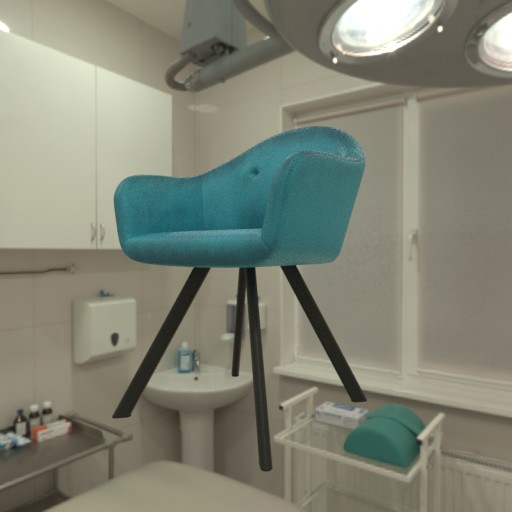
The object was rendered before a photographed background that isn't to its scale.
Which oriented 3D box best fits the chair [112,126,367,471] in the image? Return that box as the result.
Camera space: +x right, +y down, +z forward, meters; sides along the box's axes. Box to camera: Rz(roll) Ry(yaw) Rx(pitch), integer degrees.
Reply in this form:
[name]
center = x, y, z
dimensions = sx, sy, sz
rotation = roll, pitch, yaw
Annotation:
[chair]
center = 0.000, 0.000, 1.168
dimensions = 0.540, 0.780, 0.570
rotation = 0, 1, 36
